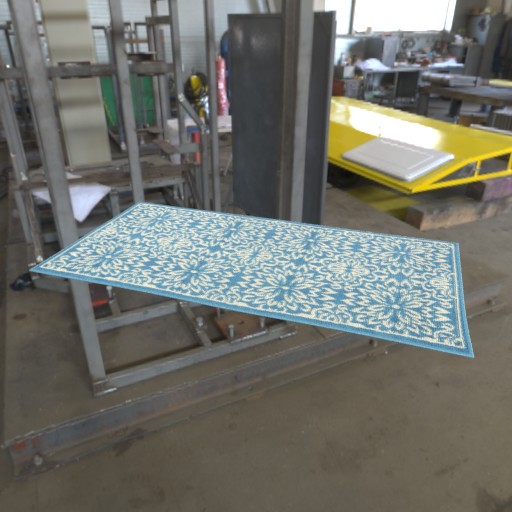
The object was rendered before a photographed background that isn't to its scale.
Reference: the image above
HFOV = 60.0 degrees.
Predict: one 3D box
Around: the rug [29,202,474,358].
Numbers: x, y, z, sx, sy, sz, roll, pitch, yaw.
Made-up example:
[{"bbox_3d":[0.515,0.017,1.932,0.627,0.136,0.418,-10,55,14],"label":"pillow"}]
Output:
[{"bbox_3d":[0.000,0.000,1.397,1.219,0.007,0.604,9,29,16],"label":"rug"}]
